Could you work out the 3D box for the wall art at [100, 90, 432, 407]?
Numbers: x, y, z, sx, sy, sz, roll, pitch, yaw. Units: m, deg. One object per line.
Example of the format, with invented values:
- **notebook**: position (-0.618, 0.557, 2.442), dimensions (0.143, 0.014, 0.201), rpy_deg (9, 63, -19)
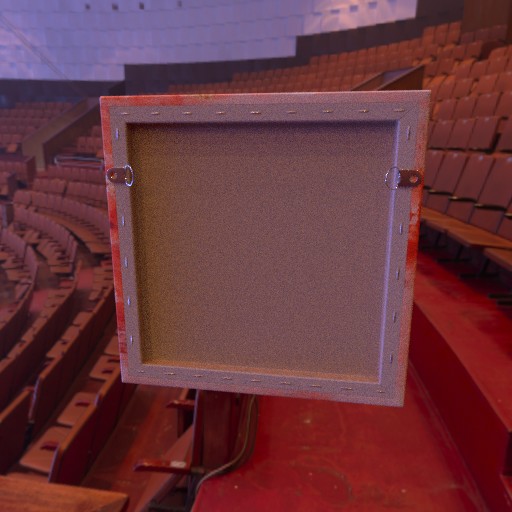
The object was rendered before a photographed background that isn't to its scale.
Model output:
- **wall art**: position (0.000, 0.000, 1.077), dimensions (0.747, 0.746, 0.064), rpy_deg (2, 14, 9)
